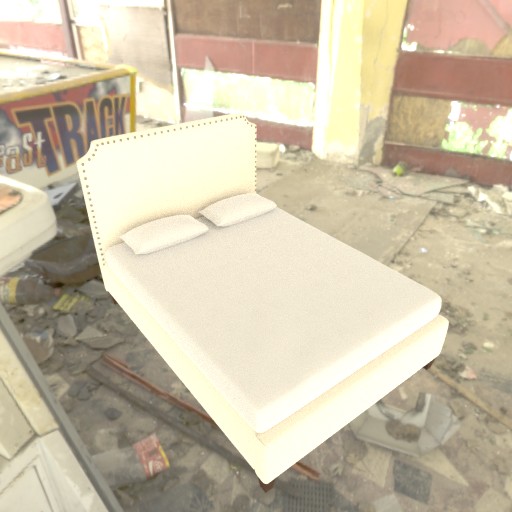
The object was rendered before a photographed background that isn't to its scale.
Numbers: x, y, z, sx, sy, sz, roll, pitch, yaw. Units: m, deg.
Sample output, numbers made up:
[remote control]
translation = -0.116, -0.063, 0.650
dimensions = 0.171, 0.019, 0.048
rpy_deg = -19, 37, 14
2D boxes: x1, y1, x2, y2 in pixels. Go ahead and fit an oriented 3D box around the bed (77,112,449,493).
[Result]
[bed]
translation = 0.000, 0.000, 3.373
dimensions = 1.712, 1.497, 2.372
rpy_deg = -22, 38, -31
